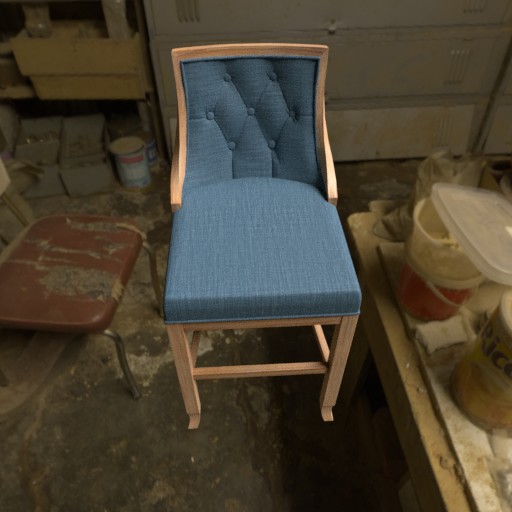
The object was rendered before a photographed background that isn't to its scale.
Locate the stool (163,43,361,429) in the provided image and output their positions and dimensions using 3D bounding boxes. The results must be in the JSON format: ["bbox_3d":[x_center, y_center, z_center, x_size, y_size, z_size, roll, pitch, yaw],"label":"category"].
[{"bbox_3d":[0.000,0.000,1.431,0.524,1.101,0.626,-2,45,-2],"label":"stool"}]
